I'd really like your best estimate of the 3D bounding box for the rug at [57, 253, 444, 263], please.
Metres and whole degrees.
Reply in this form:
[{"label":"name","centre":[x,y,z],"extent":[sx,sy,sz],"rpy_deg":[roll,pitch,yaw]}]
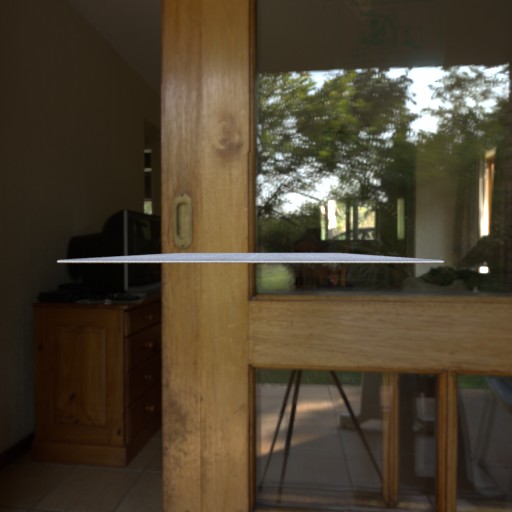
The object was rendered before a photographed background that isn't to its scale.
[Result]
[{"label":"rug","centre":[0.000,0.000,2.964],"extent":[1.524,0.012,2.438],"rpy_deg":[0,1,1]}]
